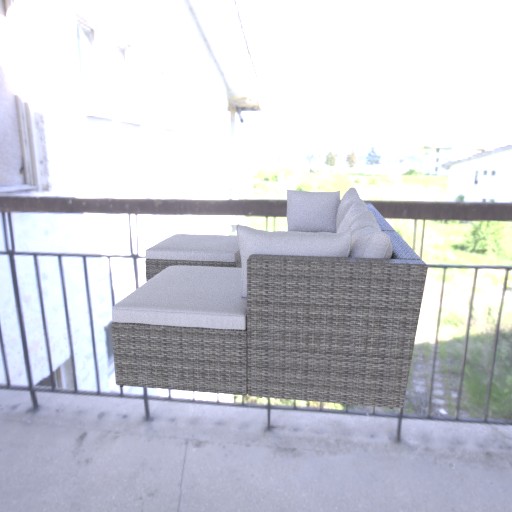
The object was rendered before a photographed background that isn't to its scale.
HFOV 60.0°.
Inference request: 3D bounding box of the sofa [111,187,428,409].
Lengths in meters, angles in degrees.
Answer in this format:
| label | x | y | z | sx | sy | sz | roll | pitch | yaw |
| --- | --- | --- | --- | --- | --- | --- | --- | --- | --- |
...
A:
| label | x | y | z | sx | sy | sz | roll | pitch | yaw |
| --- | --- | --- | --- | --- | --- | --- | --- | --- | --- |
| sofa | 0.000 | 0.000 | 2.913 | 1.662 | 0.766 | 2.192 | 2 | 13 | 9 |
